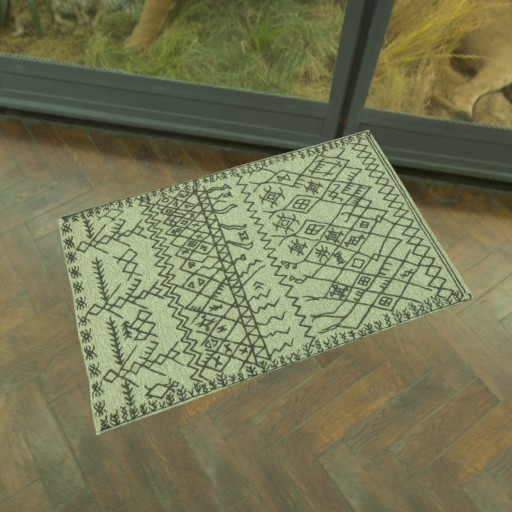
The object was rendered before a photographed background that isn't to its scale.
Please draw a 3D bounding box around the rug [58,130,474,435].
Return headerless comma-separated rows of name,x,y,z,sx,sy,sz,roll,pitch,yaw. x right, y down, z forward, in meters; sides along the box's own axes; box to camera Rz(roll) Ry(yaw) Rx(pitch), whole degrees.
rug,0.000,0.000,4.695,3.824,0.019,2.393,-18,64,-9
